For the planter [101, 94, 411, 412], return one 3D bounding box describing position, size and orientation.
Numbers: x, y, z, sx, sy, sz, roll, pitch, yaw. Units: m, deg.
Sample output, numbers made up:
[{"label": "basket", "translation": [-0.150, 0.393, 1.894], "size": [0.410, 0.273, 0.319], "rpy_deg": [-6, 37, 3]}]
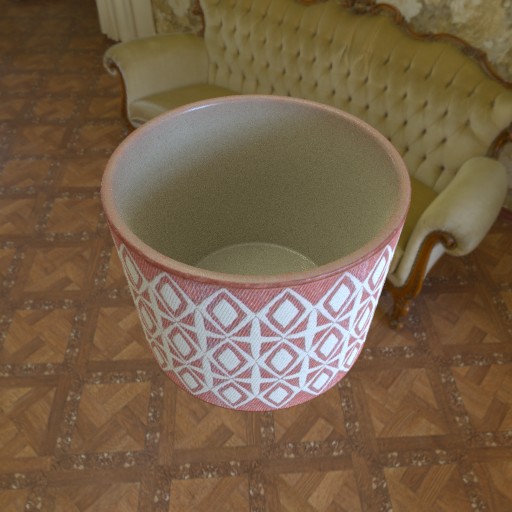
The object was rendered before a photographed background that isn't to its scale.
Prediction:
[{"label": "planter", "translation": [0.000, 0.000, 0.485], "size": [0.273, 0.237, 0.273], "rpy_deg": [0, 47, 0]}]
